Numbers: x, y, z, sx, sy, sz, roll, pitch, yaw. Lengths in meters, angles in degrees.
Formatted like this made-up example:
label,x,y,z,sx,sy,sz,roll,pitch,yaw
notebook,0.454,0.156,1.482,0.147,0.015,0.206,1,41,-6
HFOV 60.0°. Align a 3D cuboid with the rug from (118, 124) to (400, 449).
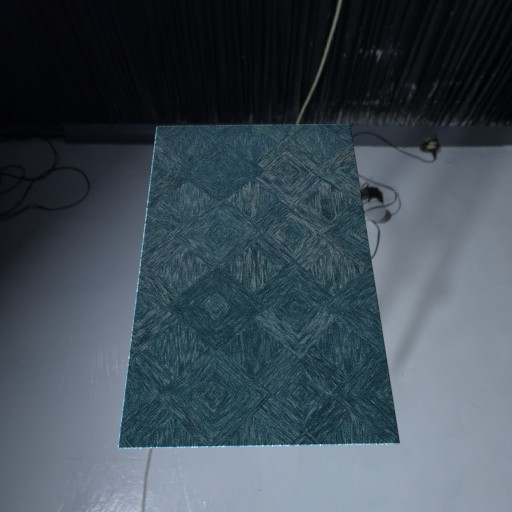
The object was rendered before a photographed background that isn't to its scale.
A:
label,x,y,z,sx,sy,sz,roll,pitch,yaw
rug,0.000,0.000,2.875,1.490,0.015,2.277,-1,62,0
